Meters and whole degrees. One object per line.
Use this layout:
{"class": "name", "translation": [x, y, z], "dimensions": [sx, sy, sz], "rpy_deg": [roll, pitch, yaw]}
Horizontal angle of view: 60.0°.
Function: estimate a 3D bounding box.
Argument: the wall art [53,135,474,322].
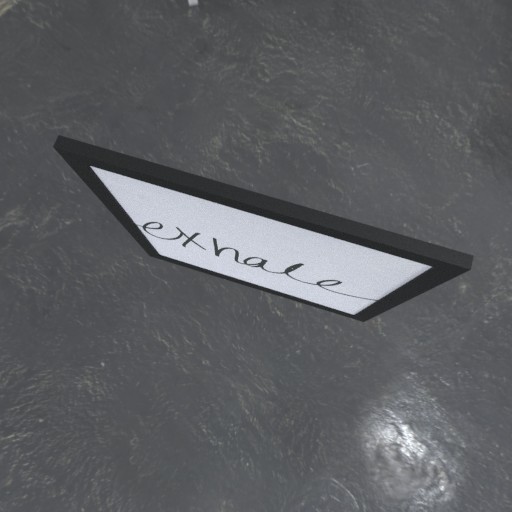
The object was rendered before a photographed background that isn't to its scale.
{"class": "wall art", "translation": [0.000, 0.000, 0.536], "dimensions": [0.358, 0.357, 0.012], "rpy_deg": [17, 76, 4]}
